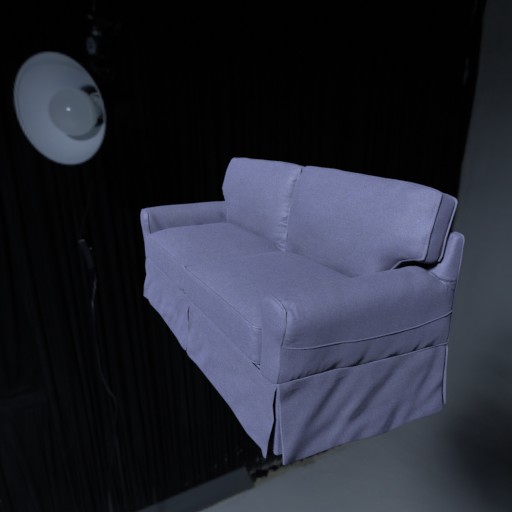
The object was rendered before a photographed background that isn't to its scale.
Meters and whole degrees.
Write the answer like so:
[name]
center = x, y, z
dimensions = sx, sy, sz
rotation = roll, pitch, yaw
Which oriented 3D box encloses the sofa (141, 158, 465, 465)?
[sofa]
center = 0.000, 0.000, 2.761
dimensions = 0.983, 1.094, 2.256
rotation = -8, 18, -26
